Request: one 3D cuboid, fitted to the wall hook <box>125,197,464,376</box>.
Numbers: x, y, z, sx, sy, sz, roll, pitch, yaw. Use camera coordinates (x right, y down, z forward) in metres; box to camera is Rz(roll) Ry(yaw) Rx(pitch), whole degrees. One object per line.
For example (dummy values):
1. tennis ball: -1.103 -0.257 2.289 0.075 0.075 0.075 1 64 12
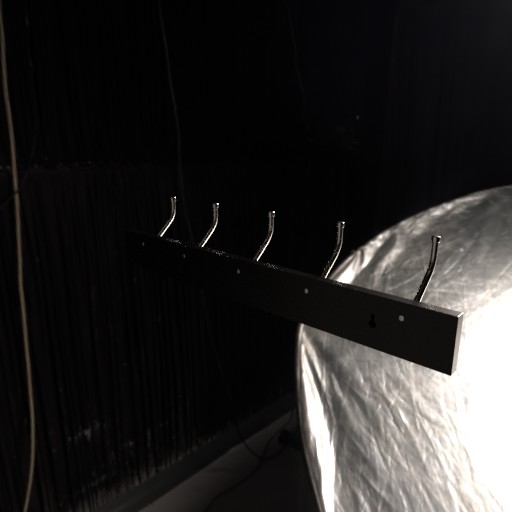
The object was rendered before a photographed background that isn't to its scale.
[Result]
1. wall hook: 0.000 0.000 0.615 0.571 0.117 0.071 14 20 42
